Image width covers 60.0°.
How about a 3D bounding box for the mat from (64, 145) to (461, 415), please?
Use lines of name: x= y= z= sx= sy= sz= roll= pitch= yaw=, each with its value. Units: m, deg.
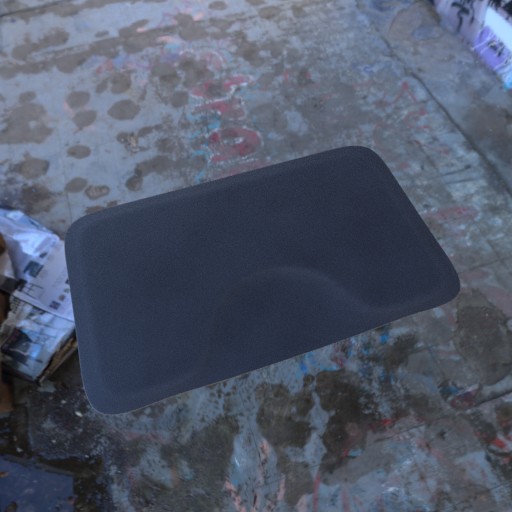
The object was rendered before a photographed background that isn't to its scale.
mat: x=0.000 y=0.000 z=1.865 sx=1.524 sy=0.013 sz=0.918 roll=-16 pitch=60 yaw=-10
